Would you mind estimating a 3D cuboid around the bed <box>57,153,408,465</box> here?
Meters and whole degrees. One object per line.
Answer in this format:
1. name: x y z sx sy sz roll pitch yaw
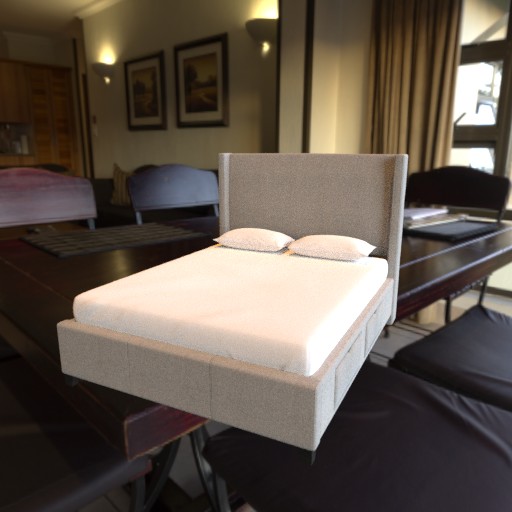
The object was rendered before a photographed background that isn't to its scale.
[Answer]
1. bed: 0.000 0.000 3.346 1.774 1.491 2.222 7 15 26
